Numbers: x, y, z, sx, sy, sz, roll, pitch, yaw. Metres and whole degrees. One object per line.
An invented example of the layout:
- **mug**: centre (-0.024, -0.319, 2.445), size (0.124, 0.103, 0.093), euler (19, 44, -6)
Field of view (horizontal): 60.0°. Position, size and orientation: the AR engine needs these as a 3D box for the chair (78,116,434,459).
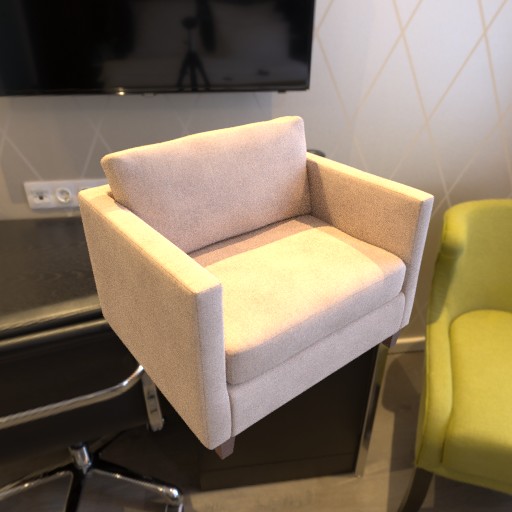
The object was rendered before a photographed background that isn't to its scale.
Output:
- **chair**: centre (0.000, 0.000, 1.890), size (1.133, 0.961, 0.959), euler (-21, 36, -32)
